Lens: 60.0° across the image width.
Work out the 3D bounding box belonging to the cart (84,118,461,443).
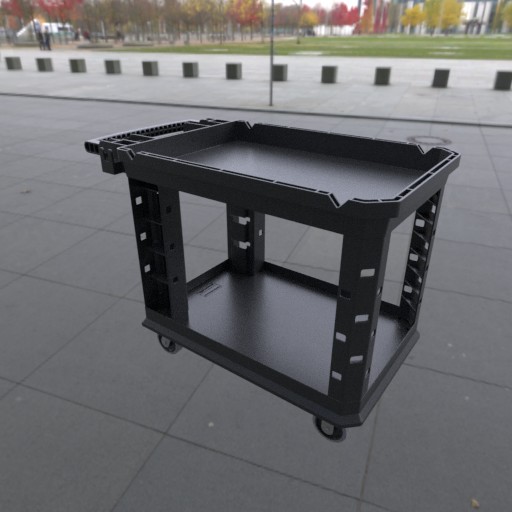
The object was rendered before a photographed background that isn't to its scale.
[{"bbox_3d":[0.000,0.000,1.755,1.239,0.884,0.674,18,32,32],"label":"cart"}]
